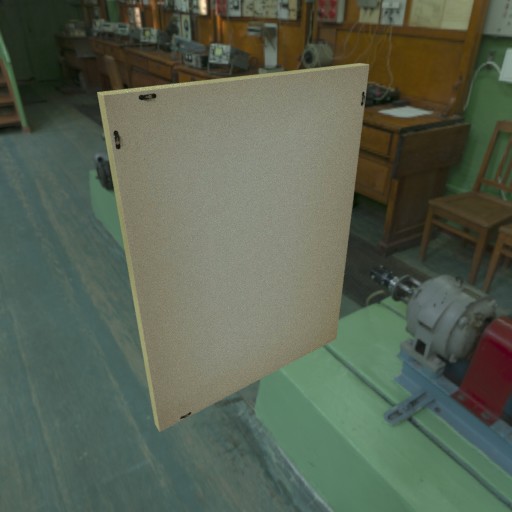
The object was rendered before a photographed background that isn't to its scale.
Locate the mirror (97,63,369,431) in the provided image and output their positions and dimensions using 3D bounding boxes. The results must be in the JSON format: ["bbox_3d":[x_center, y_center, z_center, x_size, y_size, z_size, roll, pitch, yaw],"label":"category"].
[{"bbox_3d":[0.000,0.000,1.336,0.762,1.016,0.040,-20,36,-30],"label":"mirror"}]
